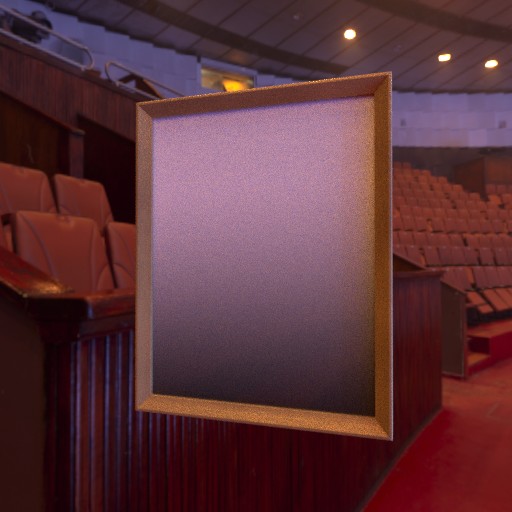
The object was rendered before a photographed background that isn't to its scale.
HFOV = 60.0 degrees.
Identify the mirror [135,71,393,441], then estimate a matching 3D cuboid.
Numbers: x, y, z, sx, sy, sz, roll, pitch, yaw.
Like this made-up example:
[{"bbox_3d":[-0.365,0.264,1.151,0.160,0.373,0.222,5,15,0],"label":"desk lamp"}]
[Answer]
[{"bbox_3d":[0.000,0.000,0.690,0.406,0.509,0.041,0,-1,18],"label":"mirror"}]
